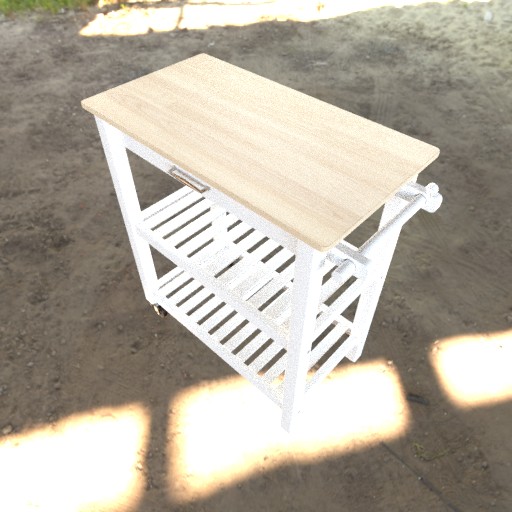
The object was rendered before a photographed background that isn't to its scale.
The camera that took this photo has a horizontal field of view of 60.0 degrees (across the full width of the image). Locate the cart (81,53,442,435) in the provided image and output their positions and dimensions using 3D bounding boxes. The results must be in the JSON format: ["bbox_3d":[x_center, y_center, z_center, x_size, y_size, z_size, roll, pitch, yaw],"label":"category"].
[{"bbox_3d":[0.000,0.000,1.448,0.899,0.927,0.457,34,55,28],"label":"cart"}]
